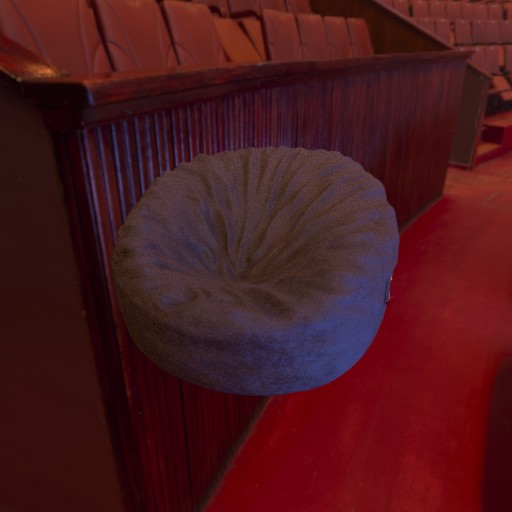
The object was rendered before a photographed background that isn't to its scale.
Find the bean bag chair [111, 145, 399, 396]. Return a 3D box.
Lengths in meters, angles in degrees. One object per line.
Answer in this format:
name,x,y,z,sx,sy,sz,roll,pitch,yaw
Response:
bean bag chair,0.000,0.000,2.046,1.245,0.821,1.245,0,26,0
